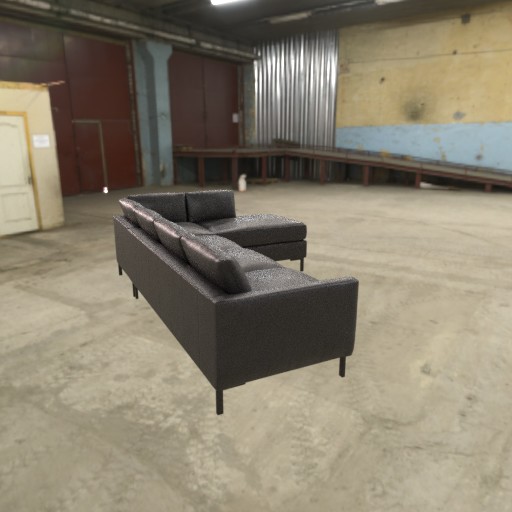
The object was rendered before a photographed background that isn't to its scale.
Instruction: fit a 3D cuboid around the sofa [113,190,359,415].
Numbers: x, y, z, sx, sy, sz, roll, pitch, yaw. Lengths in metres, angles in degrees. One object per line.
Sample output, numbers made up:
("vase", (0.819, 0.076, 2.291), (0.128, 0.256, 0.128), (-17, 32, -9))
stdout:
("sofa", (0.000, 0.000, 3.901), (1.938, 0.877, 2.984), (-7, 16, -26))
